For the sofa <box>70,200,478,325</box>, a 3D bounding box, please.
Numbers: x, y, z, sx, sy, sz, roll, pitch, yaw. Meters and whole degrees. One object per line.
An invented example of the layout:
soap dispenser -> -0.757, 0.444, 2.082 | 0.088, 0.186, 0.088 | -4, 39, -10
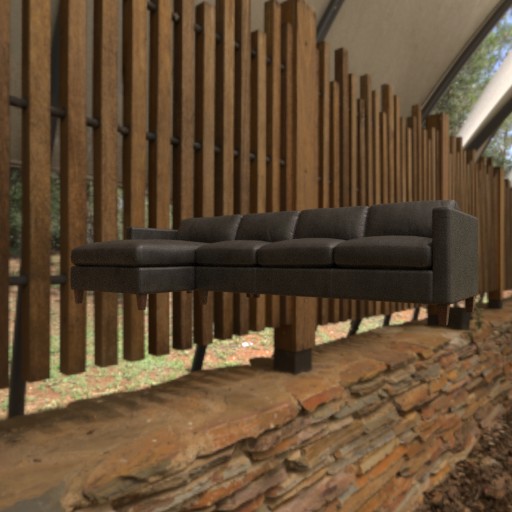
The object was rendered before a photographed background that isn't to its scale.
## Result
sofa -> 0.000, 0.000, 3.811 | 3.203, 0.883, 1.581 | 0, 0, 36
